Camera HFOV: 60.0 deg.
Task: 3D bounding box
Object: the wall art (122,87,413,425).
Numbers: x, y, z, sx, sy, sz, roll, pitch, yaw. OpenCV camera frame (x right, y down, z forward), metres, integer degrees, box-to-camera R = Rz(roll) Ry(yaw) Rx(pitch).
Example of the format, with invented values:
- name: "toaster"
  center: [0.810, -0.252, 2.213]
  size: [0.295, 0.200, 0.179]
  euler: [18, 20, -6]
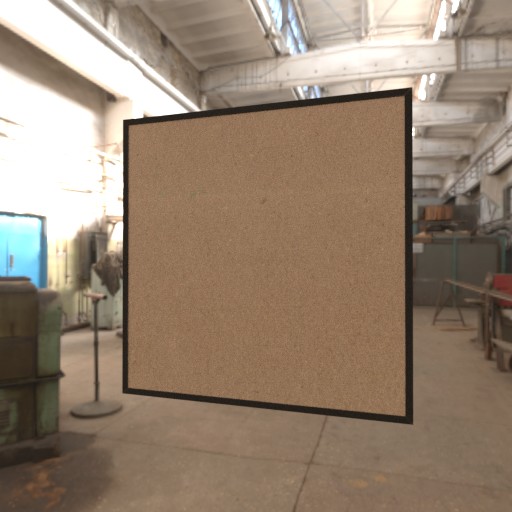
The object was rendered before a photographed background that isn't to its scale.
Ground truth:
- name: "wall art"
  center: [0.000, 0.000, 0.763]
  size: [0.508, 0.508, 0.038]
  euler: [0, 0, 18]
